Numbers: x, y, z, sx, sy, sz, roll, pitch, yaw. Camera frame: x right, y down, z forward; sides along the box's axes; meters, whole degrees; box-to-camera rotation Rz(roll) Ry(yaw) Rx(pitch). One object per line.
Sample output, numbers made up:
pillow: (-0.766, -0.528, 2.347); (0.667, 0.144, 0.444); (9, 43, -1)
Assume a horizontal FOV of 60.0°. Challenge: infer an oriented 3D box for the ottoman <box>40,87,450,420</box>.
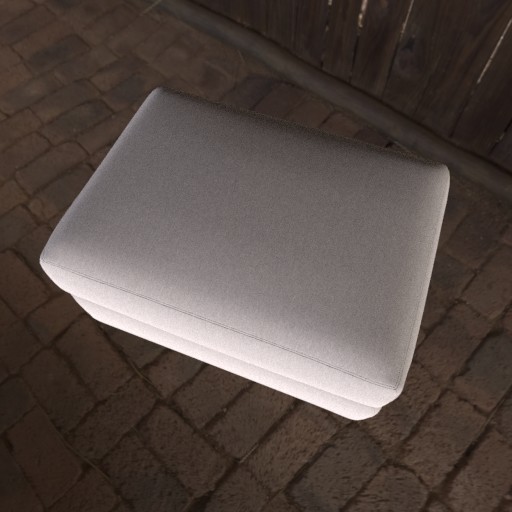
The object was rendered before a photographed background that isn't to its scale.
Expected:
ottoman: (0.000, 0.000, 1.125); (0.773, 0.497, 0.574); (19, 63, 10)
